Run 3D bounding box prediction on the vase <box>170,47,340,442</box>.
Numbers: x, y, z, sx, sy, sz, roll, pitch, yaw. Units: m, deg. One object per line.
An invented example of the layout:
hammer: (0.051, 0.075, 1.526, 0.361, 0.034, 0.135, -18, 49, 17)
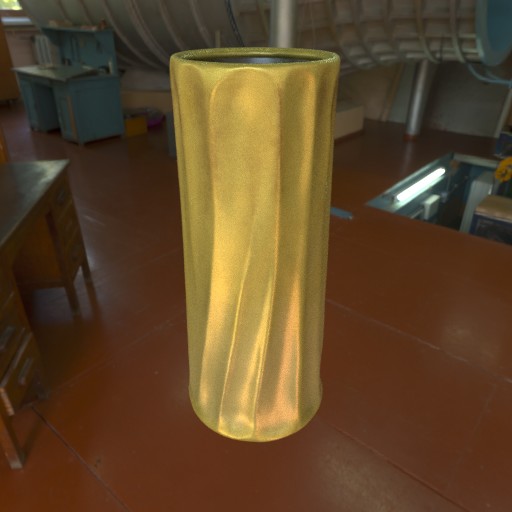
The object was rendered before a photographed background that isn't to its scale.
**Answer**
vase: (0.000, 0.000, 0.171, 0.061, 0.143, 0.061, 0, 30, 0)
